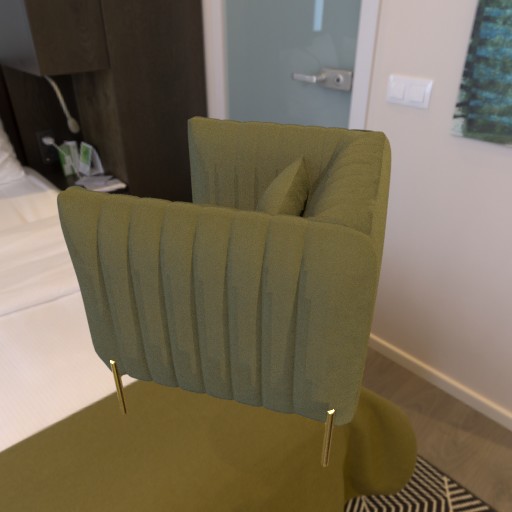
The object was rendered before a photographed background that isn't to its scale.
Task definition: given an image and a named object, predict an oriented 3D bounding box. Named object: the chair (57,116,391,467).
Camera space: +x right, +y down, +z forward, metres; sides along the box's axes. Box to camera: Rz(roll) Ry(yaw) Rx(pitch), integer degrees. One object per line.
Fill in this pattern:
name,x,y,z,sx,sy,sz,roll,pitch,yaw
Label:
chair,0.000,0.000,1.646,0.877,0.794,1.032,9,31,14
